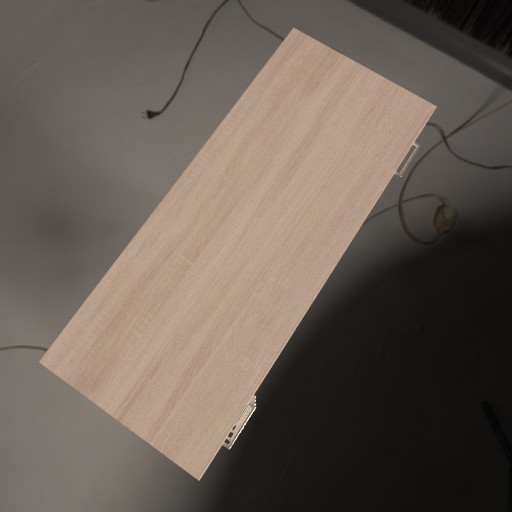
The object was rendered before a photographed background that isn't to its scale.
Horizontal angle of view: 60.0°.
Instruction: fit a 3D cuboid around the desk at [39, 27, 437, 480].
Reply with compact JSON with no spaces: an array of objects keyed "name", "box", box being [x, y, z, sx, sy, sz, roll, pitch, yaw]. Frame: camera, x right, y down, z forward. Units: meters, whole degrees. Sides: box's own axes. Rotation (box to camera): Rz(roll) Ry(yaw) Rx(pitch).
[{"name":"desk","box":[0.000,0.000,1.747,0.600,0.740,1.390,33,78,8]}]
